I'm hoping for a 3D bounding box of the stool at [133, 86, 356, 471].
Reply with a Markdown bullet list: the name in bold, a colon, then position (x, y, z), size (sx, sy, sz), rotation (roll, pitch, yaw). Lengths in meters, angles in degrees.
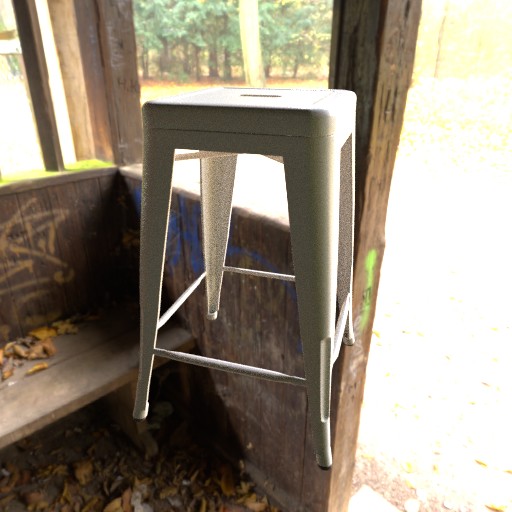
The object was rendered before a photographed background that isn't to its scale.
- **stool**: position (0.000, 0.000, 0.887), size (0.406, 0.610, 0.406), rotation (8, 26, 16)
